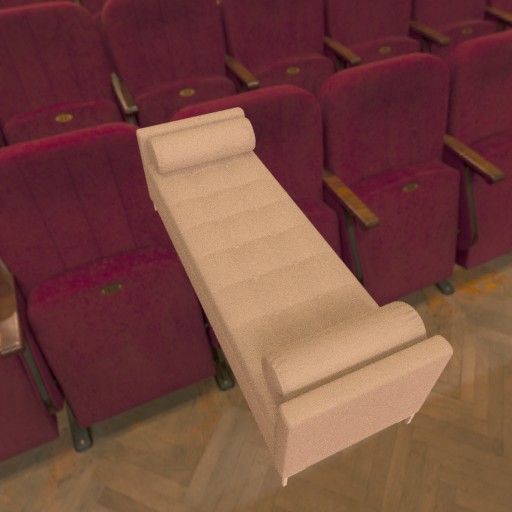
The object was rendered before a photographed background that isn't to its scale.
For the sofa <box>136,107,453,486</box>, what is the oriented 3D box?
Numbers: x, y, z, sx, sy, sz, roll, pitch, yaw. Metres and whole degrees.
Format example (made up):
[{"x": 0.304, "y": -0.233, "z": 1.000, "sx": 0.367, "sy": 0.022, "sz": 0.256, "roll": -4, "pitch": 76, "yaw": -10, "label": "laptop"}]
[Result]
[{"x": 0.000, "y": 0.000, "z": 2.335, "sx": 0.686, "sy": 0.635, "sz": 1.981, "roll": -18, "pitch": 49, "yaw": -17, "label": "sofa"}]
